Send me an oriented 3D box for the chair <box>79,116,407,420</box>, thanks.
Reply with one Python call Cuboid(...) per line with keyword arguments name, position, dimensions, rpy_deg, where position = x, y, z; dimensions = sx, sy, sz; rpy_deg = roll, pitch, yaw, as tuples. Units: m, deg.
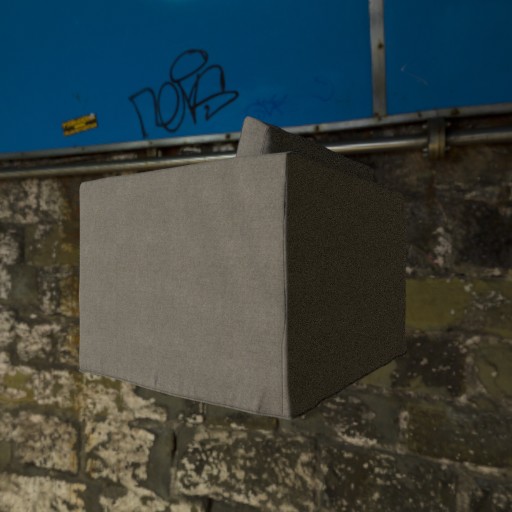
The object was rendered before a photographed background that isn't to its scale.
Cuboid(name="chair", position=(0.000, 0.000, 1.817), dimensions=(0.949, 0.863, 1.057), rpy_deg=(0, 0, 35))
